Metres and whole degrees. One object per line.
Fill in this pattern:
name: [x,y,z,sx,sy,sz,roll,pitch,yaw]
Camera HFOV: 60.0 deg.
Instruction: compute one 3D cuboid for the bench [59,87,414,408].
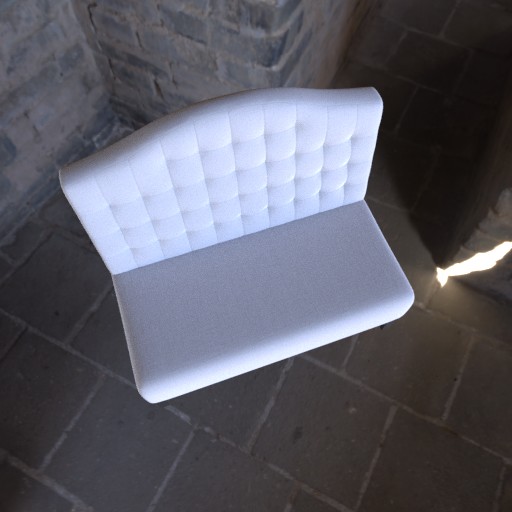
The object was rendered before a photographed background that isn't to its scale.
bench: [0.000,0.000,2.007,1.335,1.180,0.815,-17,65,-8]
